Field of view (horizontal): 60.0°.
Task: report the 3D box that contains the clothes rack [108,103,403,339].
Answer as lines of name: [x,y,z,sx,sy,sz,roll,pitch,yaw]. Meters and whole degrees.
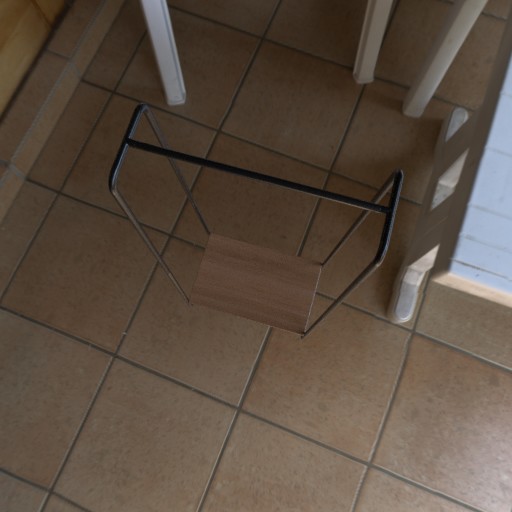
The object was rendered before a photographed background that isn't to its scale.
clothes rack: [0.000,0.000,1.714,0.640,1.500,0.400,16,77,4]
